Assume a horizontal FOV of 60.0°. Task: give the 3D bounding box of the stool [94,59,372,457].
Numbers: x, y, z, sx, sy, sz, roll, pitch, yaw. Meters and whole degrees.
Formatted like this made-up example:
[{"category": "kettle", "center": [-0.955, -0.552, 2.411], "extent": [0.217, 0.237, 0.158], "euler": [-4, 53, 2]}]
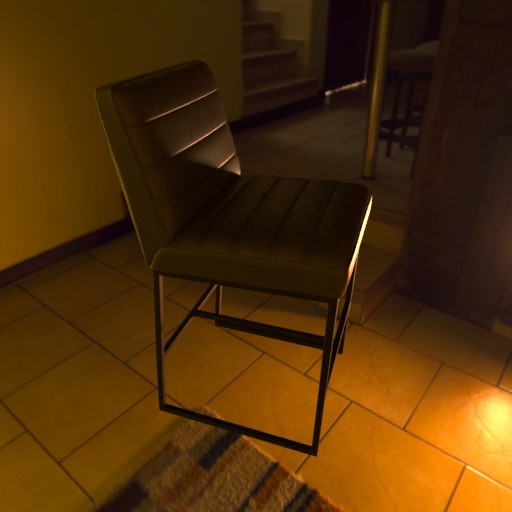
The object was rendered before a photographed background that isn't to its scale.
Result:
[{"category": "stool", "center": [0.000, 0.000, 1.219], "extent": [0.552, 0.938, 0.457], "euler": [10, 32, 16]}]
